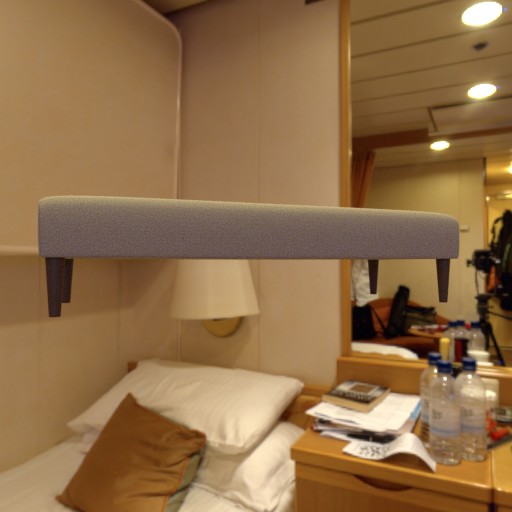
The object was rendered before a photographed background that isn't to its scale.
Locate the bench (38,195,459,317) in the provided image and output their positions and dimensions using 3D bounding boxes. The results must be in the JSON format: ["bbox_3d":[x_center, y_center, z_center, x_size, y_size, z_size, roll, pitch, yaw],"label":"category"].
[{"bbox_3d":[0.000,0.000,1.876,1.609,0.393,0.646,0,-1,-20],"label":"bench"}]
